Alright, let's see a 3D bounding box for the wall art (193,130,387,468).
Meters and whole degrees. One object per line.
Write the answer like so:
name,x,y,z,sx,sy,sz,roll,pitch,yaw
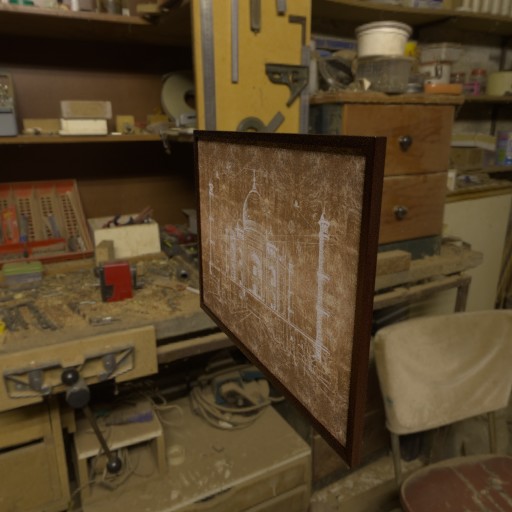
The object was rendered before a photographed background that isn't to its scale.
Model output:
wall art,0.000,0.000,0.565,0.012,0.304,0.431,-8,18,-25
